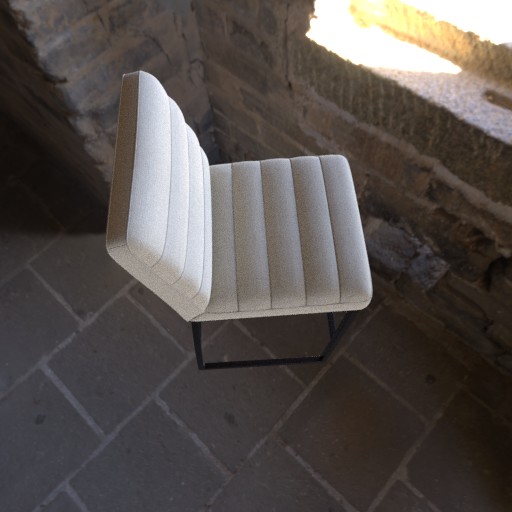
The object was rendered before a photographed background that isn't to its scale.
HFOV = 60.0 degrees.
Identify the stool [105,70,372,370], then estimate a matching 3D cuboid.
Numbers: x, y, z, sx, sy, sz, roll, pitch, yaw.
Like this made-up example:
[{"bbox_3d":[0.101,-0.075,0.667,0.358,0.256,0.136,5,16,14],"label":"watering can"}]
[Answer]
[{"bbox_3d":[0.000,0.000,1.335,0.560,1.040,0.460,-3,64,-2],"label":"stool"}]
